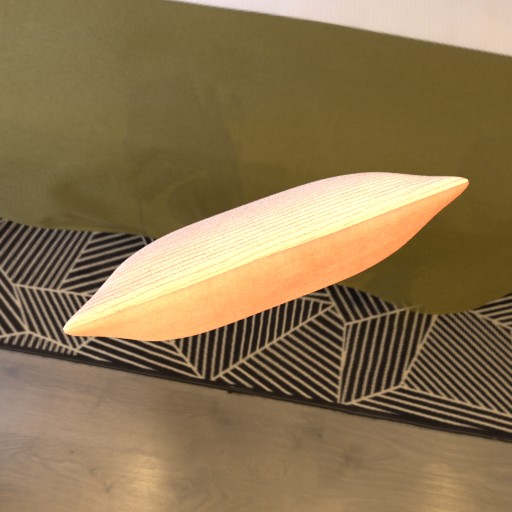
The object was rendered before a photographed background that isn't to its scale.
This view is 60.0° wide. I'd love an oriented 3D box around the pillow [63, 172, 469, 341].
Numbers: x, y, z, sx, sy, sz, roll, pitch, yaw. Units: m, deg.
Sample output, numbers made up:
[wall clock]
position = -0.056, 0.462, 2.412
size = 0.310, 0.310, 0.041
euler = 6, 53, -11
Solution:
[pillow]
position = 0.000, 0.000, 0.634
size = 0.424, 0.401, 0.177
euler = -20, 75, -6
